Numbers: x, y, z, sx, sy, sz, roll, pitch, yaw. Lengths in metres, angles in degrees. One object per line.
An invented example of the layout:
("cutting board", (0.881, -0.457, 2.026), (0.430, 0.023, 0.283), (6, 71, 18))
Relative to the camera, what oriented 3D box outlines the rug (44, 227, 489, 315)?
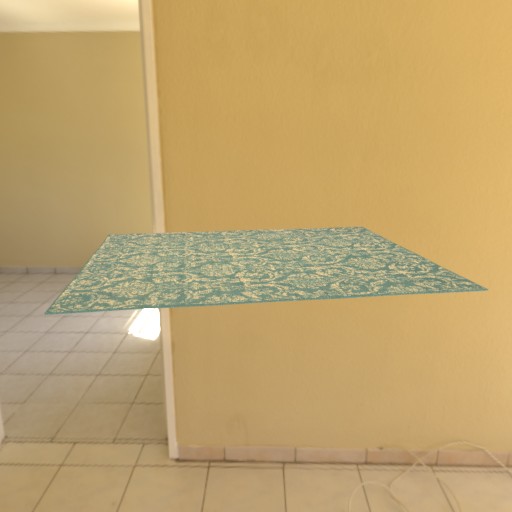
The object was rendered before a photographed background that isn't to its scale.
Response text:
("rug", (0.000, 0.000, 4.051), (2.980, 0.012, 2.363), (-2, 15, -8))
